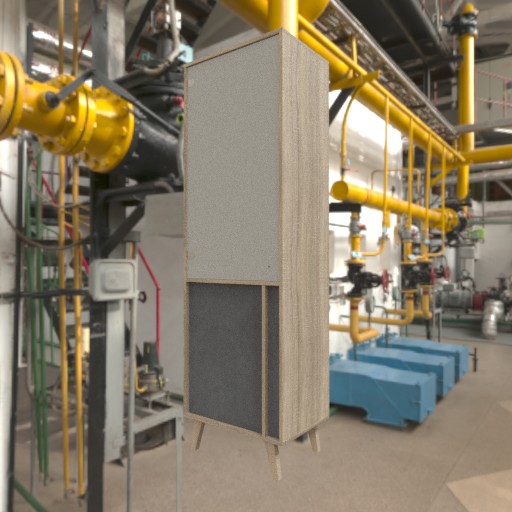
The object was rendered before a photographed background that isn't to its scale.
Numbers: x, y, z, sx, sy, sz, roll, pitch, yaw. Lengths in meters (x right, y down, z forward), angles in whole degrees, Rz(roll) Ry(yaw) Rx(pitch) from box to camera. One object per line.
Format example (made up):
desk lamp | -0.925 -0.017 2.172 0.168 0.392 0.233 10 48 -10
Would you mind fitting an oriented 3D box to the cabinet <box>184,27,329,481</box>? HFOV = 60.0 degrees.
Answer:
cabinet | 0.000 0.000 2.120 0.570 1.850 0.400 0 0 37
